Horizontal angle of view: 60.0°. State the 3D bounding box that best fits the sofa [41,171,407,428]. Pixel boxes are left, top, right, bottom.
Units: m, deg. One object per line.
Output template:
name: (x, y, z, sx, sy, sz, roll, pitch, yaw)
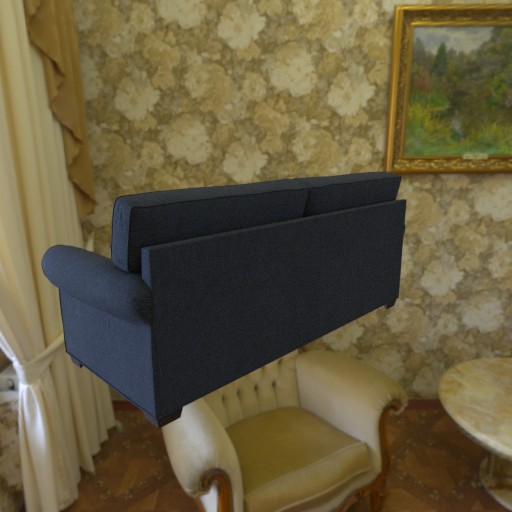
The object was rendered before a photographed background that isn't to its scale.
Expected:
sofa: (0.000, 0.000, 2.870, 0.954, 1.026, 2.391, 14, 20, 43)
